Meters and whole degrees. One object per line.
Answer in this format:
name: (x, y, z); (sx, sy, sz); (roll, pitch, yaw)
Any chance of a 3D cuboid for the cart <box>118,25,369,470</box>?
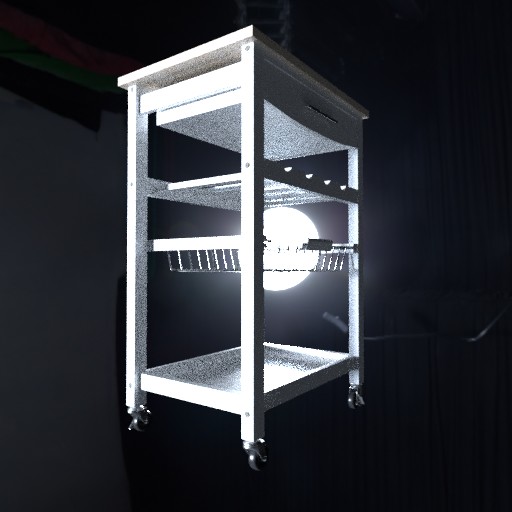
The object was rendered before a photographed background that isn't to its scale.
cart: (0.000, 0.000, 1.178); (0.406, 0.857, 0.578); (-1, -1, 36)
